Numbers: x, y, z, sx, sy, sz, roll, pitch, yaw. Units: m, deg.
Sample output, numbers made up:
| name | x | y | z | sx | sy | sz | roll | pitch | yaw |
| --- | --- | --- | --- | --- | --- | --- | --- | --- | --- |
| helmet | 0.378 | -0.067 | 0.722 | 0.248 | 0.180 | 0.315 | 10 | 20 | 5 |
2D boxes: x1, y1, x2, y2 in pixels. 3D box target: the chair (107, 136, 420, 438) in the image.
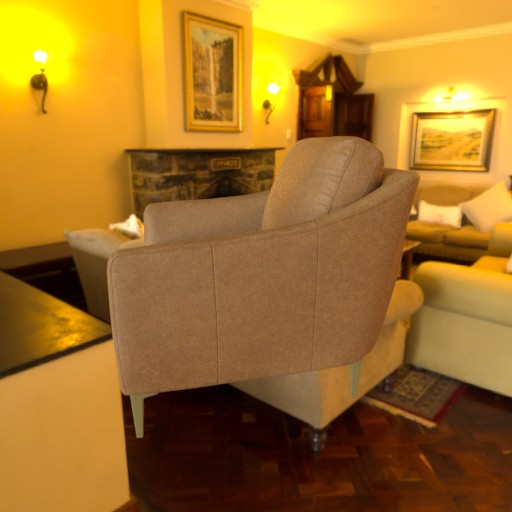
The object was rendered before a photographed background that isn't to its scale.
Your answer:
| name | x | y | z | sx | sy | sz | roll | pitch | yaw |
| --- | --- | --- | --- | --- | --- | --- | --- | --- | --- |
| chair | 0.000 | 0.000 | 1.720 | 0.963 | 0.895 | 0.988 | -2 | 14 | -8 |
